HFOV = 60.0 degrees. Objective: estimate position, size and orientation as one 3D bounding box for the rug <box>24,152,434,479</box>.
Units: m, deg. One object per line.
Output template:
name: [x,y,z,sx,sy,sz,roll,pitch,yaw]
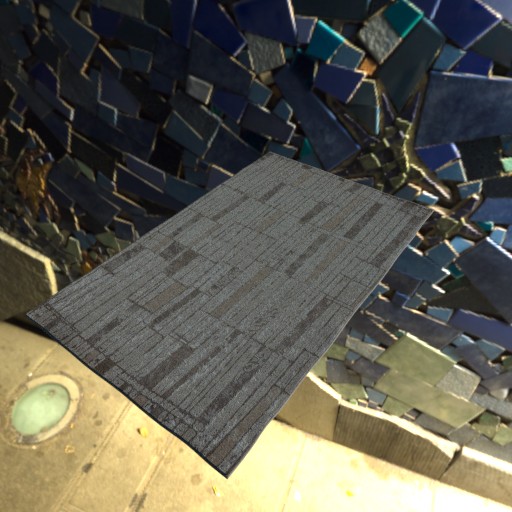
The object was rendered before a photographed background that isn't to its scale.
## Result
rug: [0.000,0.000,2.945,1.531,0.023,2.444,26,48,27]
